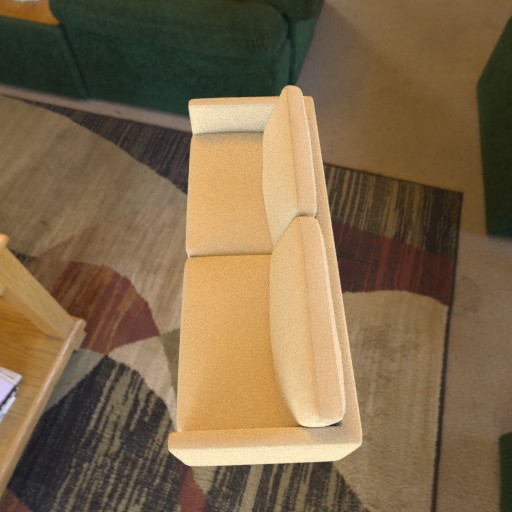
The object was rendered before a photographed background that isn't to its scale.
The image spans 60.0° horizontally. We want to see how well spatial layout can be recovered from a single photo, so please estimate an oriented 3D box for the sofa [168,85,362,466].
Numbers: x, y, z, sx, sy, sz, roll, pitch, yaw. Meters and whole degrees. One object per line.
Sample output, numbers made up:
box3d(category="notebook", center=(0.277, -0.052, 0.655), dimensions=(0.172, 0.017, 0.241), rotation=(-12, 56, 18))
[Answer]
box3d(category="sofa", center=(0.000, 0.000, 2.909), dimensions=(0.948, 0.965, 2.434), rotation=(-2, 60, -1))
